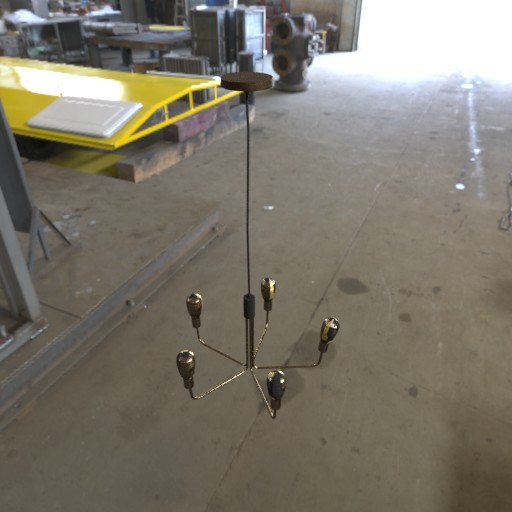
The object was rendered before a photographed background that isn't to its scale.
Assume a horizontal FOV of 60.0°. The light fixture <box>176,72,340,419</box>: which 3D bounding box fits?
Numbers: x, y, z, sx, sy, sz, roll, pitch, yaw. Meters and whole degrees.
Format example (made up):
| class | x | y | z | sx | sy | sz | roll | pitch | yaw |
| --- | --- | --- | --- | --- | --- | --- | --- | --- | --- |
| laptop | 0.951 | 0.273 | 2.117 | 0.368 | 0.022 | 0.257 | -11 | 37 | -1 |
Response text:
| class | x | y | z | sx | sy | sz | roll | pitch | yaw |
| --- | --- | --- | --- | --- | --- | --- | --- | --- | --- |
| light fixture | 0.000 | 0.000 | 1.397 | 0.588 | 1.059 | 0.532 | -11 | 35 | -16 |
